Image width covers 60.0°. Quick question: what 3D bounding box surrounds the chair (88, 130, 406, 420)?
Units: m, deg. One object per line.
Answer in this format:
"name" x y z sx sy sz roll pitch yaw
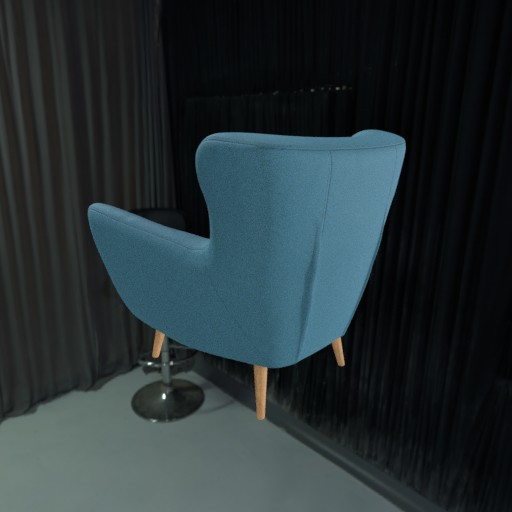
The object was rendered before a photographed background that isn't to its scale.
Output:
"chair" 0.000 0.000 1.627 0.889 0.889 0.890 16 23 42
